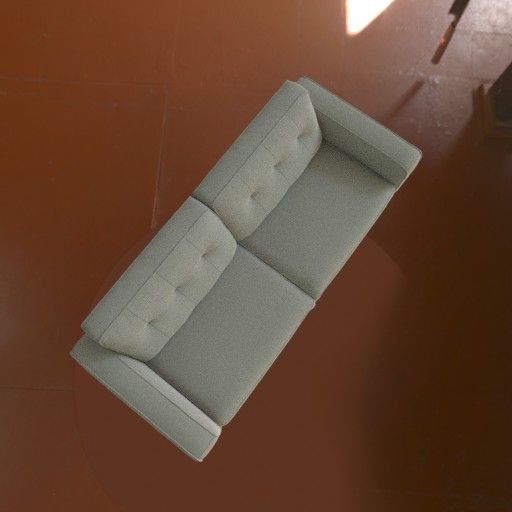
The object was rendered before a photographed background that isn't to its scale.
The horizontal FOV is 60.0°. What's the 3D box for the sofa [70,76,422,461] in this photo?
[{"bbox_3d":[0.000,0.000,2.781,0.956,0.781,2.270,36,79,8],"label":"sofa"}]
